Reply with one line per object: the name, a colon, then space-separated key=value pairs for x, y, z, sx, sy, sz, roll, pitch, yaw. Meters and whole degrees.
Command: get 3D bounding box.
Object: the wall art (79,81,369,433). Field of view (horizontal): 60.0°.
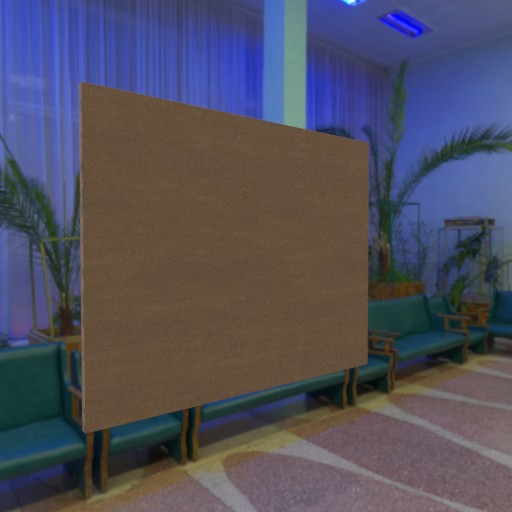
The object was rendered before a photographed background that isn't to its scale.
wall art: x=0.000 y=0.000 z=0.670 sx=0.508 sy=0.408 sz=0.012 roll=-1 pitch=2 yaw=-37
